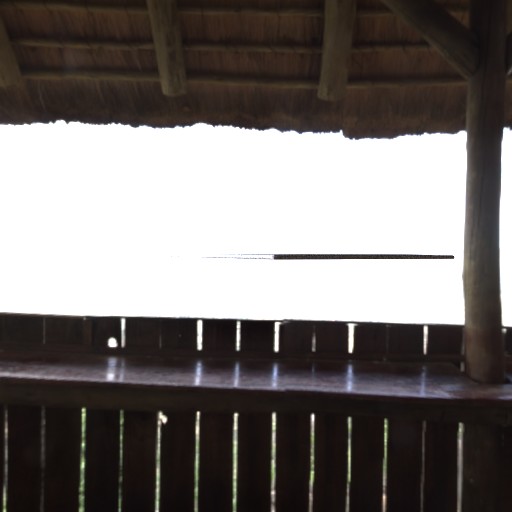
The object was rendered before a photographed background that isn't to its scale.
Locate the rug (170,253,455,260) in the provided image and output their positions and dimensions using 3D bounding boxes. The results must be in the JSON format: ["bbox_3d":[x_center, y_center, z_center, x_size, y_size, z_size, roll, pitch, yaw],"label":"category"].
[{"bbox_3d":[0.000,0.000,2.476,0.659,0.019,2.297,0,0,-18],"label":"rug"}]
